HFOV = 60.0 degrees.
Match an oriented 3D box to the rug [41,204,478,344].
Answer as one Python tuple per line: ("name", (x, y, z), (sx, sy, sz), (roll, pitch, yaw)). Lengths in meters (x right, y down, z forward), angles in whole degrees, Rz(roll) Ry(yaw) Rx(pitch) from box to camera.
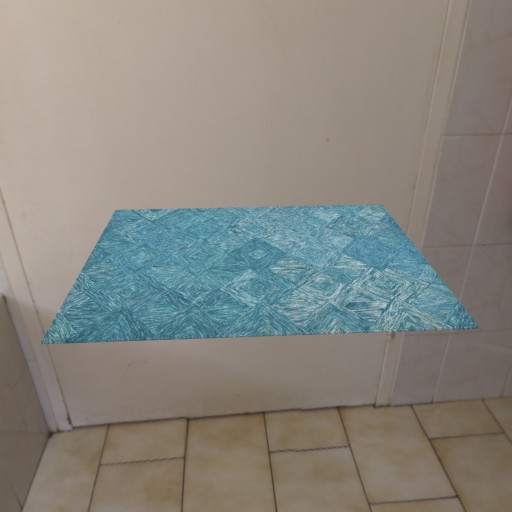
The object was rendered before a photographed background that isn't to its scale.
("rug", (0.000, 0.000, 4.298), (3.217, 0.027, 2.405), (-2, 29, -3))
